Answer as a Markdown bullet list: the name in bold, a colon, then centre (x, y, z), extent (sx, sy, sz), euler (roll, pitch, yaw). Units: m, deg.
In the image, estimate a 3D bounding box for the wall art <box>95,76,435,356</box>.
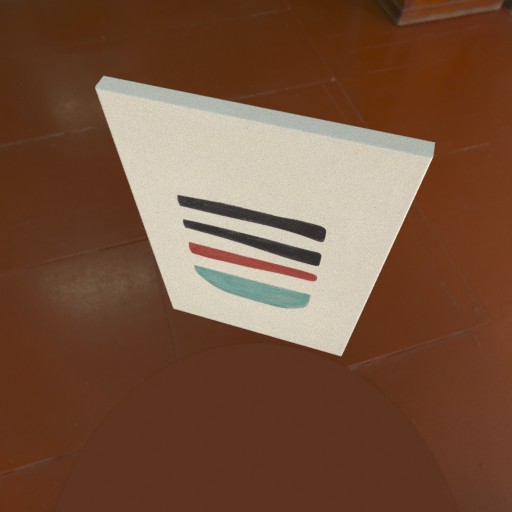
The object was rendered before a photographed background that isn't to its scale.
- **wall art**: centre (0.000, 0.000, 1.154), extent (0.607, 0.912, 0.038), euler (14, 58, 9)
